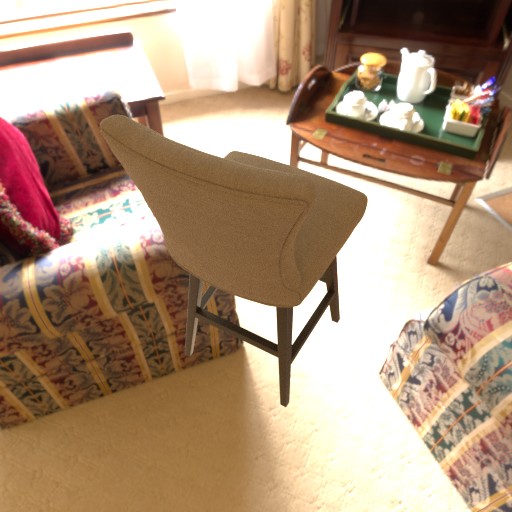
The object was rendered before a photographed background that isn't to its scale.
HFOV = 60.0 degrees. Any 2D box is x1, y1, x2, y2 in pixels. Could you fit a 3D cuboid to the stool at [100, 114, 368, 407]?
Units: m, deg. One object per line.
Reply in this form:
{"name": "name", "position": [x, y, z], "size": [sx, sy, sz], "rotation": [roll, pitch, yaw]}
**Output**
{"name": "stool", "position": [0.000, 0.000, 1.411], "size": [0.514, 1.086, 0.574], "rotation": [22, 52, 19]}
